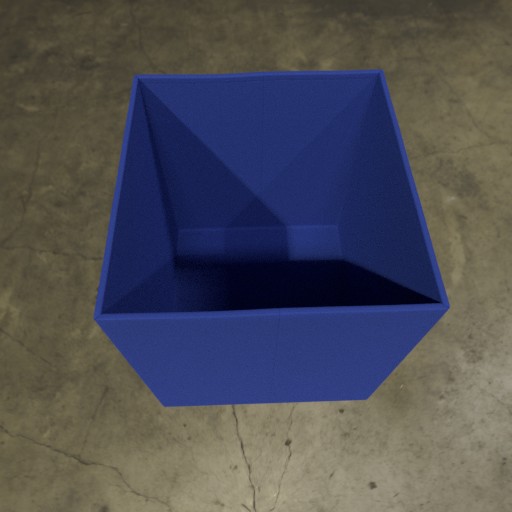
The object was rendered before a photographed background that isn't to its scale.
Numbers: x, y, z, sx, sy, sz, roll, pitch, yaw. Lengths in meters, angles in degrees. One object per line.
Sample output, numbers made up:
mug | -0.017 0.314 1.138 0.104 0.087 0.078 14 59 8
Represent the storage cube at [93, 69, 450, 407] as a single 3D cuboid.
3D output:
storage cube | 0.000 0.000 0.497 0.270 0.280 0.270 -2 59 -1
